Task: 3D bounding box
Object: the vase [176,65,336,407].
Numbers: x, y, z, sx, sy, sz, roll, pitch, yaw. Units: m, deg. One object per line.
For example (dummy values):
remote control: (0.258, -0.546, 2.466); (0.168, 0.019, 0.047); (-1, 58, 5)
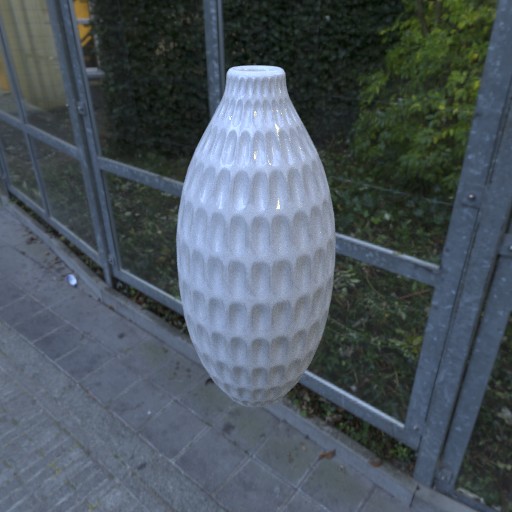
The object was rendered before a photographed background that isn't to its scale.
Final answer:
vase: (0.000, 0.000, 0.360); (0.127, 0.282, 0.127); (0, 29, 0)
